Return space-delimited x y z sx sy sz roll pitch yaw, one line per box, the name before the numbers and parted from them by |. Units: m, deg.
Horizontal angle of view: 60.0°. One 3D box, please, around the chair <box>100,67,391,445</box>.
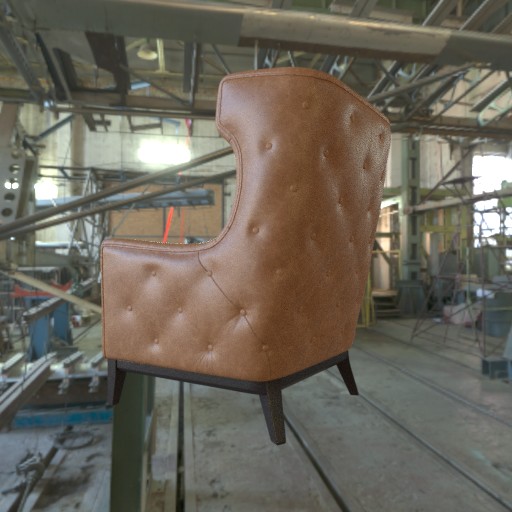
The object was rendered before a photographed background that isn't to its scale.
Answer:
chair | 0.000 0.000 1.663 0.899 1.079 0.766 0 0 35
